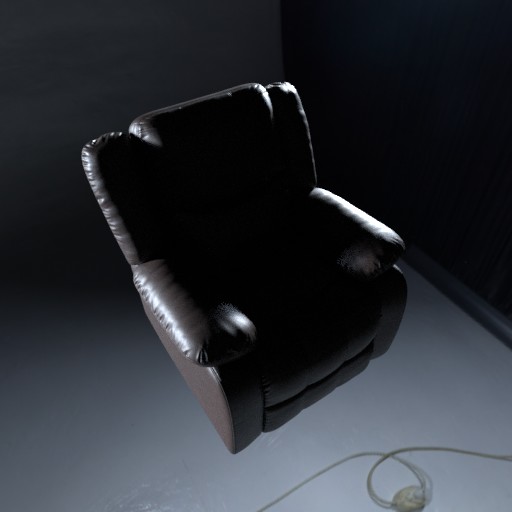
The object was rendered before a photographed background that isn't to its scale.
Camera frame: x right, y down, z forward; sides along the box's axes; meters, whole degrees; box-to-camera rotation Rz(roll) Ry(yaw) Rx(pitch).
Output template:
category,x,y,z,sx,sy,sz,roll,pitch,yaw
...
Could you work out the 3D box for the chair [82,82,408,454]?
category,x,y,z,sx,sy,sz,roll,pitch,yaw
chair,0.000,0.000,1.697,0.899,1.009,0.934,-26,51,-23
